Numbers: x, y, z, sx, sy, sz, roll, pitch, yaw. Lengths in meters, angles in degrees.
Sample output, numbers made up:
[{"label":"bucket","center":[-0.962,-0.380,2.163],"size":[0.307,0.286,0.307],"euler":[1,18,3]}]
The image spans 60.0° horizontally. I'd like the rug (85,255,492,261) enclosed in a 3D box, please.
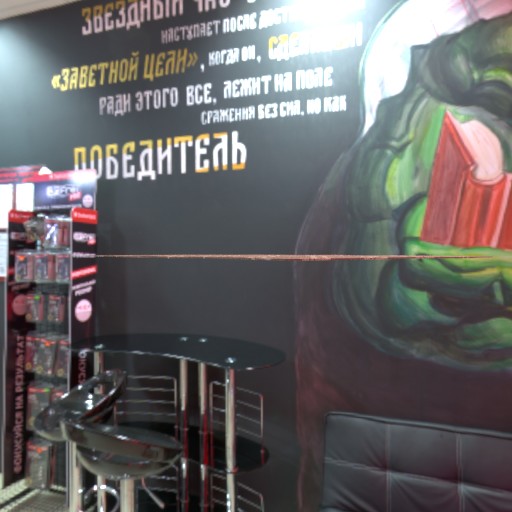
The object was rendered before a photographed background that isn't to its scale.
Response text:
[{"label":"rug","center":[0.000,0.000,2.170],"size":[1.142,0.010,1.748],"euler":[0,1,-37]}]
